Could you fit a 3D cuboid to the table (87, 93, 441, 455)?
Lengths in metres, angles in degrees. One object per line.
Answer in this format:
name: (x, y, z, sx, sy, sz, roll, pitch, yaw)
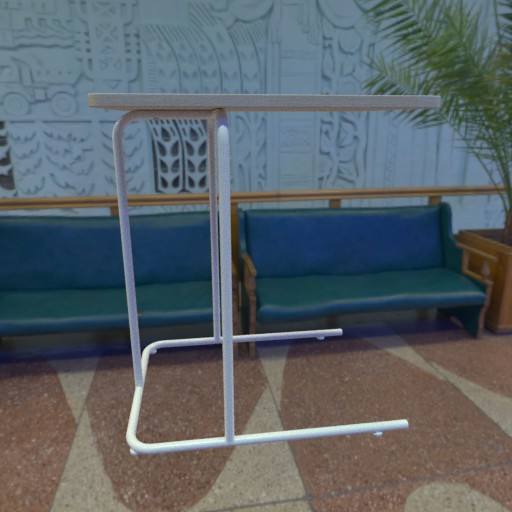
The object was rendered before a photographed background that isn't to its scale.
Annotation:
table: (0.000, 0.000, 0.828, 0.480, 0.550, 0.370, -2, 17, -8)
